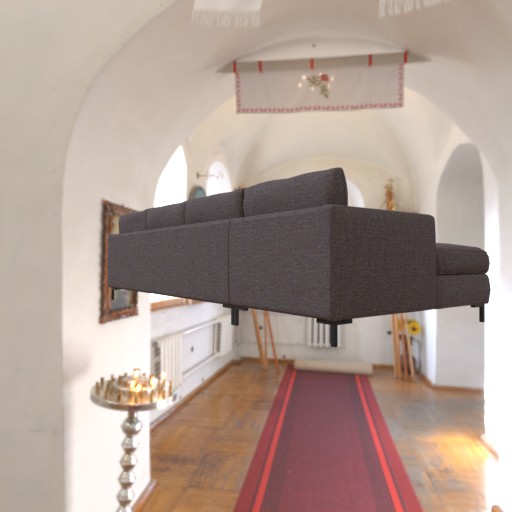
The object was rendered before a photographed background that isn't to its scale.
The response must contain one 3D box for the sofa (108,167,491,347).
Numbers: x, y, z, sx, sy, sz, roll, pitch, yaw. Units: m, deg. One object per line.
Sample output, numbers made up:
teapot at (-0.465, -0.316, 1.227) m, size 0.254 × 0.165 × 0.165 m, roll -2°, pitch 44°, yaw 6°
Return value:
sofa at (0.000, 0.000, 3.178) m, size 1.258 × 0.754 × 2.731 m, roll 0°, pitch -1°, yaw -37°
